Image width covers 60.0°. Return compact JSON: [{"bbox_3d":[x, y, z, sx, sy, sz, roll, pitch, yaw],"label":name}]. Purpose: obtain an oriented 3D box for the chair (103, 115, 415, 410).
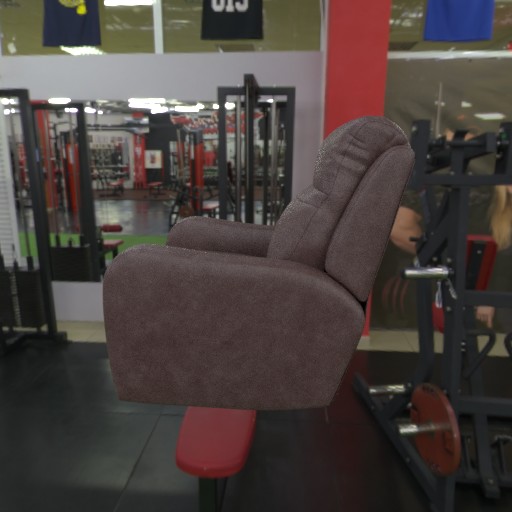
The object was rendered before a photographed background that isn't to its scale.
[{"bbox_3d":[0.000,0.000,1.833,1.067,1.067,0.865,2,13,7],"label":"chair"}]
